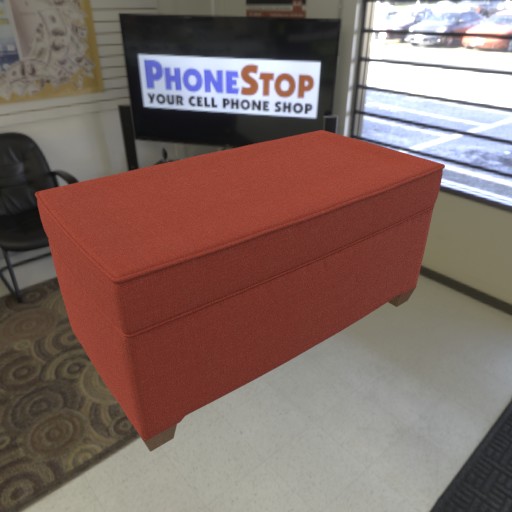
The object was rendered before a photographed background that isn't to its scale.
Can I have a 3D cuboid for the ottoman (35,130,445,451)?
[{"bbox_3d":[0.000,0.000,1.204,0.948,0.454,0.497,-21,36,-32],"label":"ottoman"}]
